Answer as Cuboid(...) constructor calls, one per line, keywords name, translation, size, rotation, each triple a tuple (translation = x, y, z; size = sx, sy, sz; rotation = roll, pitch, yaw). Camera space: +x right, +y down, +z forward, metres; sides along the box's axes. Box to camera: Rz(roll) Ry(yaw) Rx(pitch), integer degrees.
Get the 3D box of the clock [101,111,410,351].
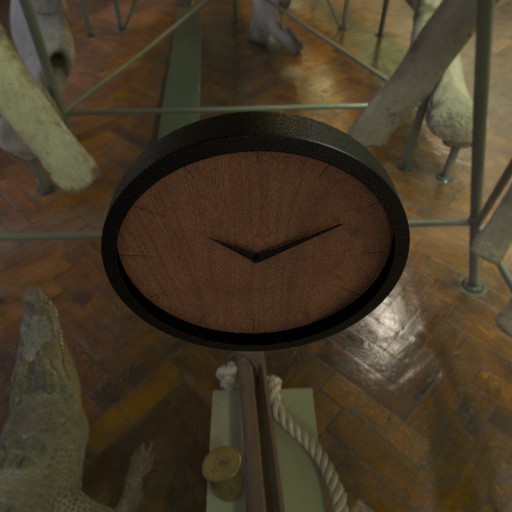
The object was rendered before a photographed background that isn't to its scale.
Cuboid(name="clock", translation=(0.000, 0.000, 0.475), size=(0.314, 0.314, 0.040), rotation=(-1, 46, -1))
